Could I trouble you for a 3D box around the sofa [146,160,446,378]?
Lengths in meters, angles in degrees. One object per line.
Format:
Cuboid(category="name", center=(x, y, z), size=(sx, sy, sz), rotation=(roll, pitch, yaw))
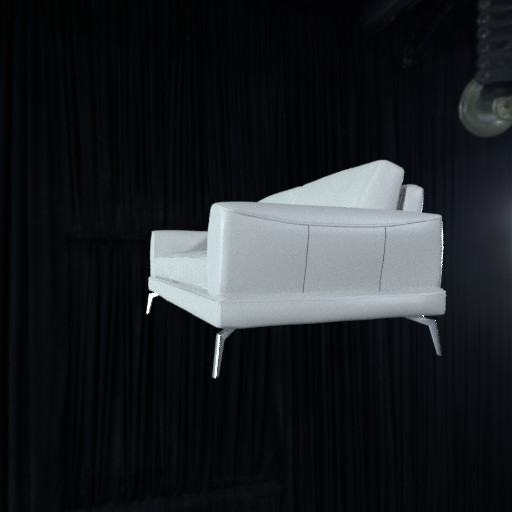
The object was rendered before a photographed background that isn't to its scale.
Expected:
Cuboid(category="sofa", center=(0.000, 0.000, 2.789), size=(1.121, 0.930, 2.177), rotation=(0, 0, -20))
